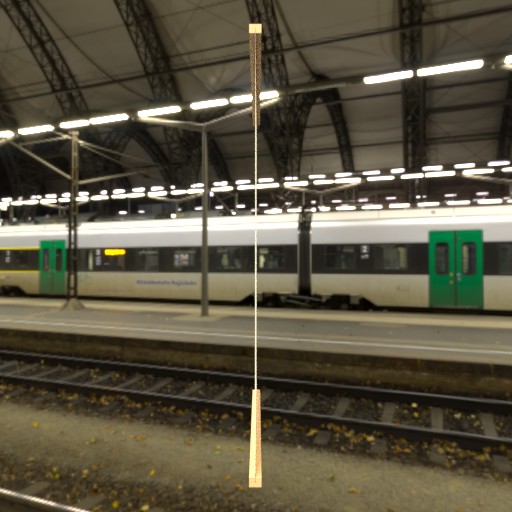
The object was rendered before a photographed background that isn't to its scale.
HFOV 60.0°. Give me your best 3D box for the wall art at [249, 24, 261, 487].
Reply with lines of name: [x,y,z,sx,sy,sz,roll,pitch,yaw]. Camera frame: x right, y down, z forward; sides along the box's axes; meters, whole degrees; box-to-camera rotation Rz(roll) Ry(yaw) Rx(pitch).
wall art: [0.000,0.000,1.311,0.027,1.020,0.669,0,-1,0]
